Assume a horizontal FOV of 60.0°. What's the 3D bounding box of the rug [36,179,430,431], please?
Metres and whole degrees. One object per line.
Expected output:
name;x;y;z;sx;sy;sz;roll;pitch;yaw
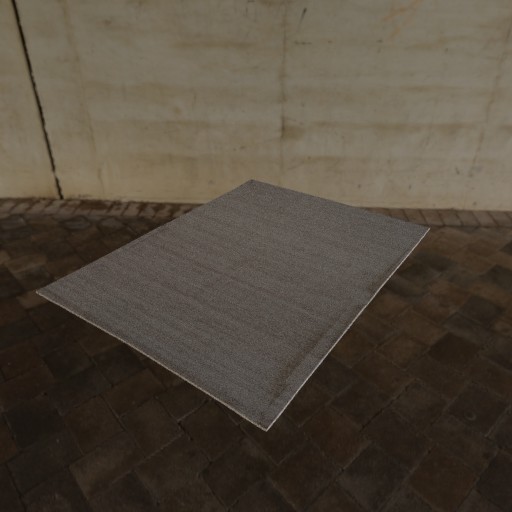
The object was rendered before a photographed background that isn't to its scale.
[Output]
rug;0.000;0.000;5.148;2.873;0.053;3.778;21;37;30
